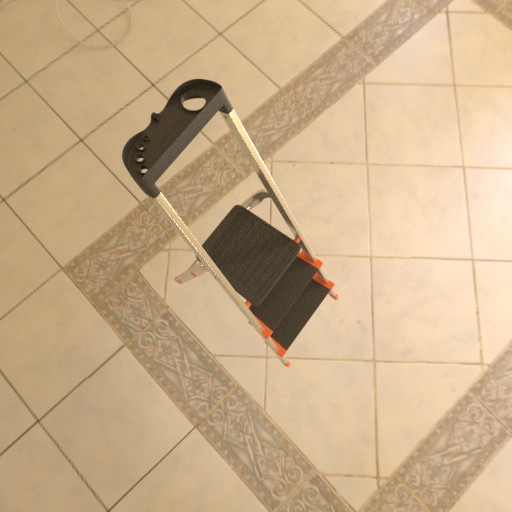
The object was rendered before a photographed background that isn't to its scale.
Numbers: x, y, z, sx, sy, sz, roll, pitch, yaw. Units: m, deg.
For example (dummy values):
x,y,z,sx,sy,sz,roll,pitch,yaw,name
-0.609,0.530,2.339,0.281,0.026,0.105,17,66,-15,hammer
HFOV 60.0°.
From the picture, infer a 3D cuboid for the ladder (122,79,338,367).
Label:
x,y,z,sx,sy,sz,roll,pitch,yaw,name
0.000,0.000,1.544,0.686,1.229,0.416,36,78,9,ladder
